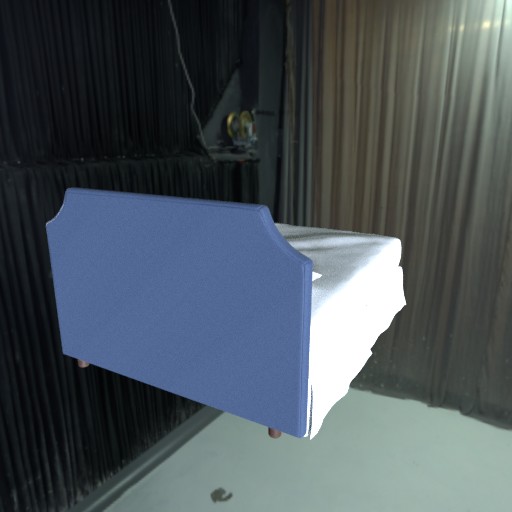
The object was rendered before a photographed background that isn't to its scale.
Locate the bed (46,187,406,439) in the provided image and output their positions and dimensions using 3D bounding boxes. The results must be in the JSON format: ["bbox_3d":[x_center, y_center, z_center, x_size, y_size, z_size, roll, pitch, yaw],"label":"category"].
[{"bbox_3d":[0.000,0.000,4.192,2.350,1.488,2.773,9,18,28],"label":"bed"}]
